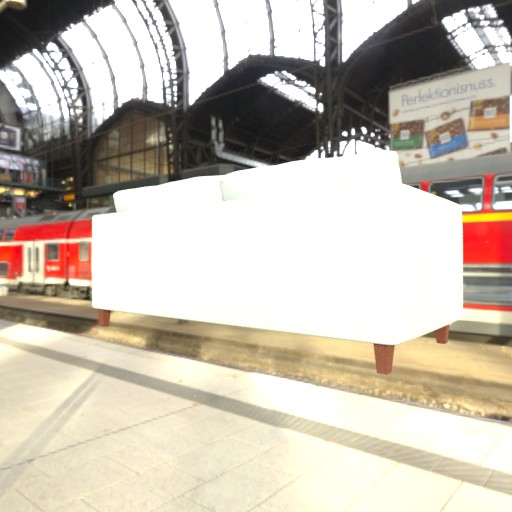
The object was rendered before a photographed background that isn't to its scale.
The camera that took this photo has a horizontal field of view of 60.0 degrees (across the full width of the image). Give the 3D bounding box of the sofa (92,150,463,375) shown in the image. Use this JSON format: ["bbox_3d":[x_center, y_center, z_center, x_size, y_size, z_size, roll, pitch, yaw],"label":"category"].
[{"bbox_3d":[0.000,0.000,2.753,2.208,0.965,0.951,0,0,38],"label":"sofa"}]
